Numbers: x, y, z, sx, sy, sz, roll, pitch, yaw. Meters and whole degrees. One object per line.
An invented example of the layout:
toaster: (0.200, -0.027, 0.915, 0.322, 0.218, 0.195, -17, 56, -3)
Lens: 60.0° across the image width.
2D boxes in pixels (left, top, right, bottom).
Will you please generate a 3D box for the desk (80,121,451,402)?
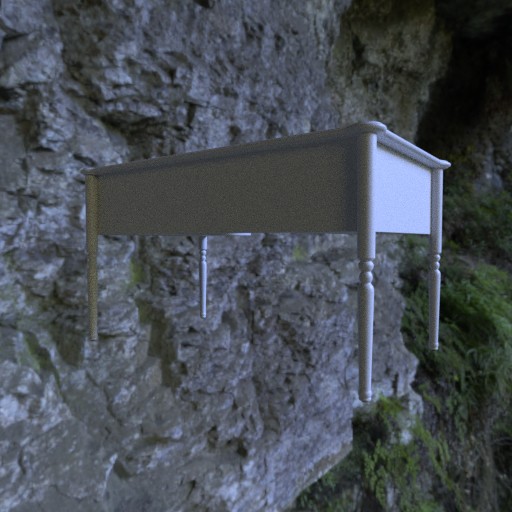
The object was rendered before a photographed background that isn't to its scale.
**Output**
desk: (0.000, 0.000, 1.882, 1.380, 0.762, 0.807, 1, 2, 36)
